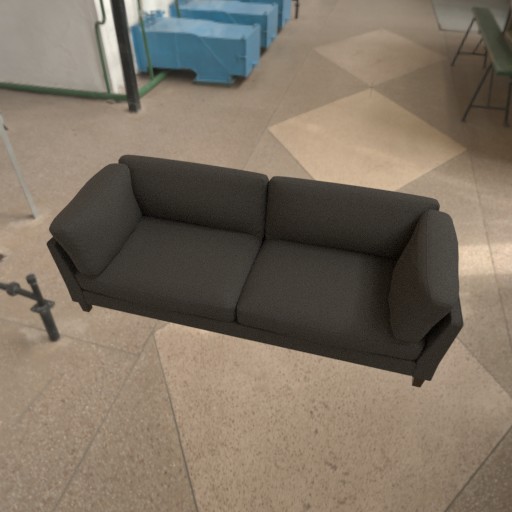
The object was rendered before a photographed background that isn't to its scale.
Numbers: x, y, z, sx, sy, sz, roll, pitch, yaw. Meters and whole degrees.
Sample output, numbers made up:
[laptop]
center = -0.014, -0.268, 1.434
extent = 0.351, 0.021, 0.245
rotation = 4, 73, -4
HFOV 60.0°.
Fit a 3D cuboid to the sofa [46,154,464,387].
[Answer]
[sofa]
center = 0.000, 0.000, 2.801
extent = 2.312, 0.792, 0.969
rotation = 10, 42, 12
